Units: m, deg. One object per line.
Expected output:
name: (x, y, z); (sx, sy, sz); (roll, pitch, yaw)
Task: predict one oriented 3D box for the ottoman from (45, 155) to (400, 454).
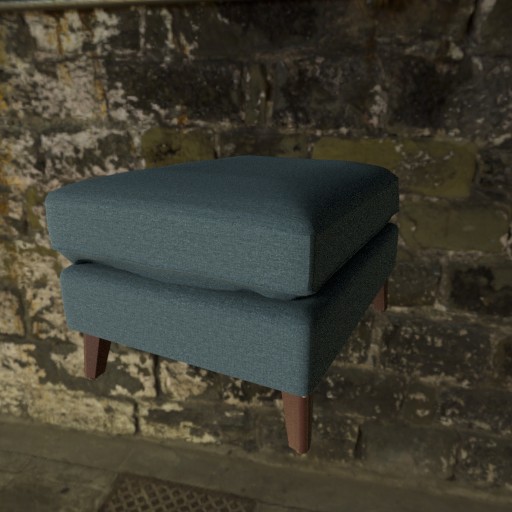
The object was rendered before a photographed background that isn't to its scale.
ottoman: (0.000, 0.000, 1.222); (0.629, 0.503, 0.835); (9, 19, 26)
